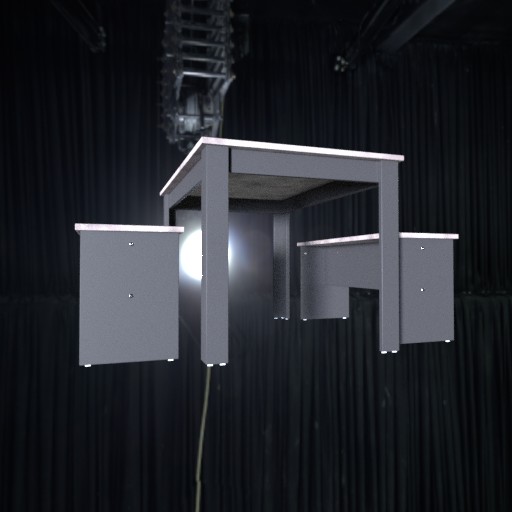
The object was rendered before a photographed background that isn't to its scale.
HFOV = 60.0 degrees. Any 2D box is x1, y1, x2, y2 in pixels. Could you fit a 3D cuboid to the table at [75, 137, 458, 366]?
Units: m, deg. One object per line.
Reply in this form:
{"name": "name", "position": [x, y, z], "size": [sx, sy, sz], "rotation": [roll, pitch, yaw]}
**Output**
{"name": "table", "position": [0.000, 0.000, 1.974], "size": [1.443, 0.700, 1.100], "rotation": [0, -1, -19]}
